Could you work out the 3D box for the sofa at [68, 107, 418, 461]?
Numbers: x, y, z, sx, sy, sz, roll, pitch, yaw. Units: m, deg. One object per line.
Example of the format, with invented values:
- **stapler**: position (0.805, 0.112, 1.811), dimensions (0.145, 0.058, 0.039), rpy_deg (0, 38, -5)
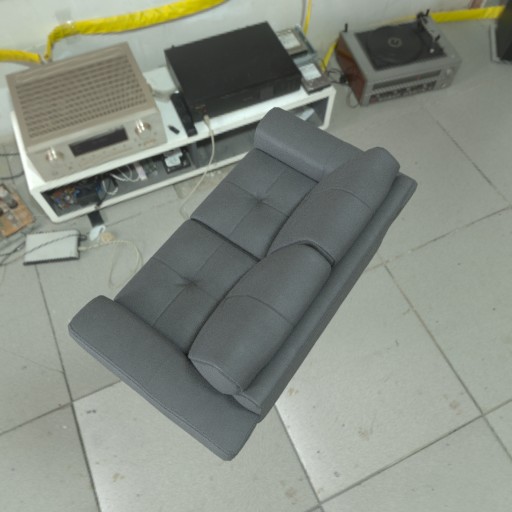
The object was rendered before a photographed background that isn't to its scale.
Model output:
- **sofa**: position (0.000, 0.000, 2.381), dimensions (1.018, 0.907, 1.806), rpy_deg (33, 68, 15)
